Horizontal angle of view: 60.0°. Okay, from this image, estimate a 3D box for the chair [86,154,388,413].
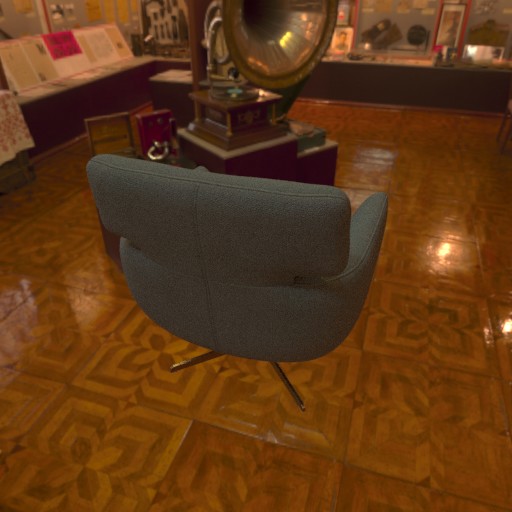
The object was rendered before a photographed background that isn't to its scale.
[{"bbox_3d":[0.000,0.000,1.410,0.738,0.813,0.761,11,35,17],"label":"chair"}]
